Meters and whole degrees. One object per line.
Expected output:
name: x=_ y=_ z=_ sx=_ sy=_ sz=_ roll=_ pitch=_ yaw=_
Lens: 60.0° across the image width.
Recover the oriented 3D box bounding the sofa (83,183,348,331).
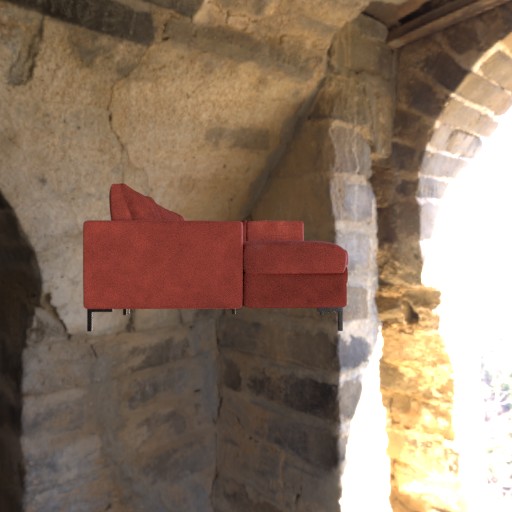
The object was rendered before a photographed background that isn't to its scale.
sofa: x=0.000 y=0.000 z=3.947 sx=1.981 sy=0.858 sz=2.971 roll=0 pitch=0 yaw=-1
